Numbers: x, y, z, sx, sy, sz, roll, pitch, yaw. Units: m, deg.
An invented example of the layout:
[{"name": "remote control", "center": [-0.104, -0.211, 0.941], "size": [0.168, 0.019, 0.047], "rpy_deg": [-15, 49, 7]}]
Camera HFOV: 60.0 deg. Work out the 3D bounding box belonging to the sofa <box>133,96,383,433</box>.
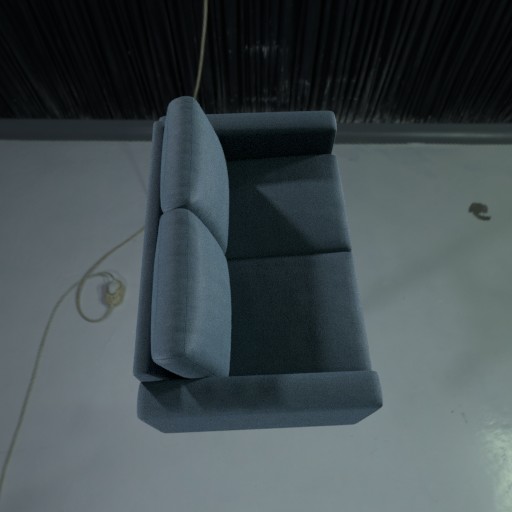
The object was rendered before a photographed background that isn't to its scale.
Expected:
[{"name": "sofa", "center": [0.000, 0.000, 2.124], "size": [0.955, 0.903, 1.489], "rpy_deg": [-2, 63, -1]}]
